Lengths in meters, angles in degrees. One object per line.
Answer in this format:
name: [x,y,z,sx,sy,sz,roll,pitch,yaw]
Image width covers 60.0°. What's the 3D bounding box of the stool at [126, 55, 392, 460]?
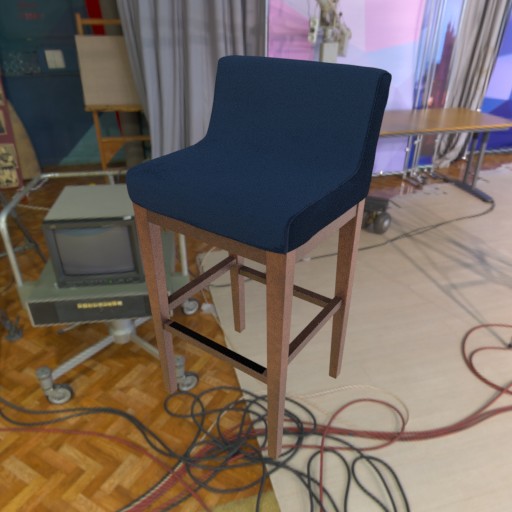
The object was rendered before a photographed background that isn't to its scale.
stool: [0.000,0.000,1.319,0.511,1.037,0.500,20,36,30]
